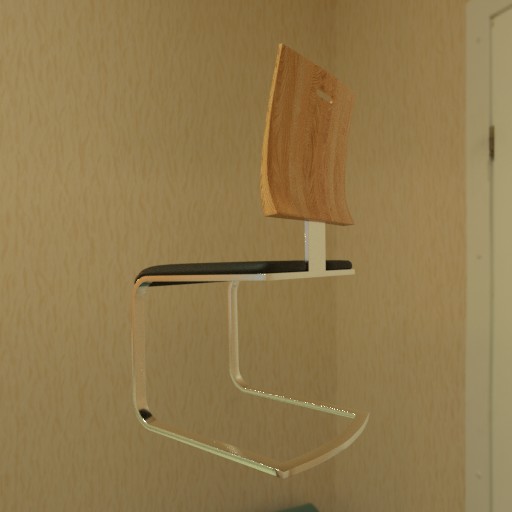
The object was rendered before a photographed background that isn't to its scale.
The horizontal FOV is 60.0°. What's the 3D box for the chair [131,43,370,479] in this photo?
[{"bbox_3d":[0.000,0.000,1.253,0.560,0.936,0.462,0,0,37],"label":"chair"}]
